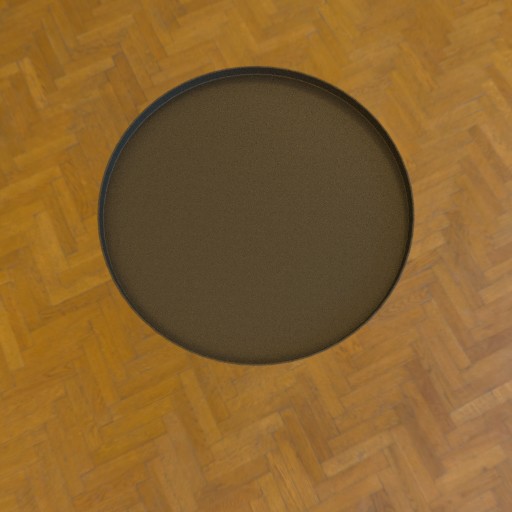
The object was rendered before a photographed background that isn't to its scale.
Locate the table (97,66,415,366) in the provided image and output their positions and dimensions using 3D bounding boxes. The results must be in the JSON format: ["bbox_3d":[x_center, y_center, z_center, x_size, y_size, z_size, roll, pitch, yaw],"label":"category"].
[{"bbox_3d":[0.000,0.000,1.043,0.502,0.700,0.502,18,77,4],"label":"table"}]
